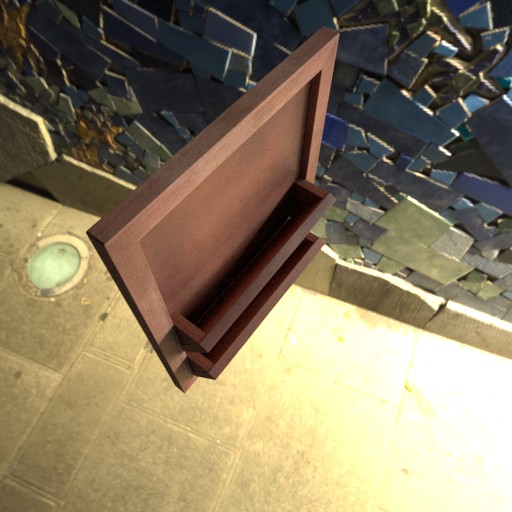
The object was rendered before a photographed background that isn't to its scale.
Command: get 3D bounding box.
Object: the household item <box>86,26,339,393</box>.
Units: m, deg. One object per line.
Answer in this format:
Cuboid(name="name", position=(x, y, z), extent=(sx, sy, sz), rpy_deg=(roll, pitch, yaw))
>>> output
Cuboid(name="household item", position=(0.000, 0.000, 0.539), extent=(0.067, 0.407, 0.310), rpy_deg=(33, 64, 18))
